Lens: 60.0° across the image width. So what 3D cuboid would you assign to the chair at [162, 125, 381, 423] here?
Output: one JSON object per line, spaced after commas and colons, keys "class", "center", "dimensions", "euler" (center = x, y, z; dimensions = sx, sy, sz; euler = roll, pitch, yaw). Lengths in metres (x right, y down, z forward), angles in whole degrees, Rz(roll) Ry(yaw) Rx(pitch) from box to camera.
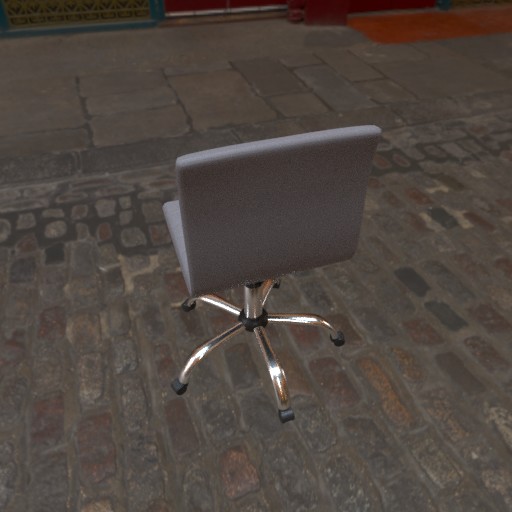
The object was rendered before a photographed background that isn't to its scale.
{"class": "chair", "center": [0.000, 0.000, 1.136], "dimensions": [0.556, 0.780, 0.530], "euler": [-13, 43, -15]}
